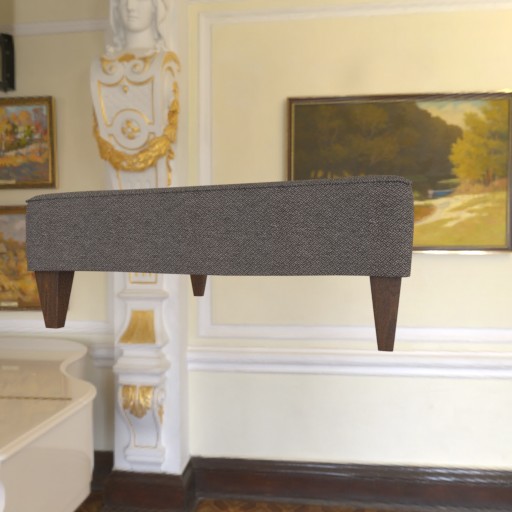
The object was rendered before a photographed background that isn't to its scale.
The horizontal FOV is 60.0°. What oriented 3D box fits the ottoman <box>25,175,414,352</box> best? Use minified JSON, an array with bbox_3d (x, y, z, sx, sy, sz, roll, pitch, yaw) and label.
[{"bbox_3d":[0.000,0.000,1.467,0.970,0.378,0.981,0,1,18],"label":"ottoman"}]
